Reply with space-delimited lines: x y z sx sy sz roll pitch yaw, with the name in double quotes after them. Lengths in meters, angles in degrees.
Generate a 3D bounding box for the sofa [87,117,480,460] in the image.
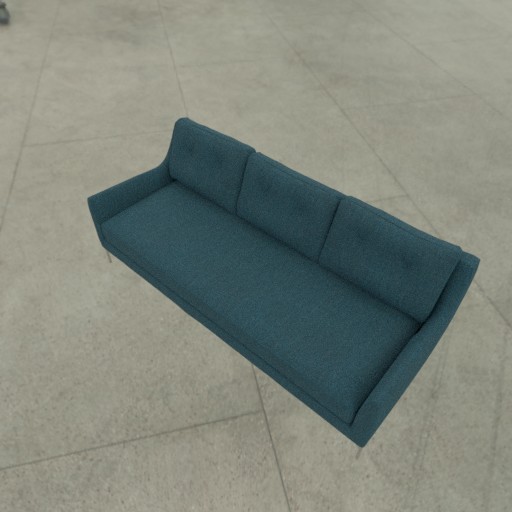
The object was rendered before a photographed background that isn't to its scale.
0.000 0.000 2.525 2.060 0.837 0.849 32 53 28 "sofa"
